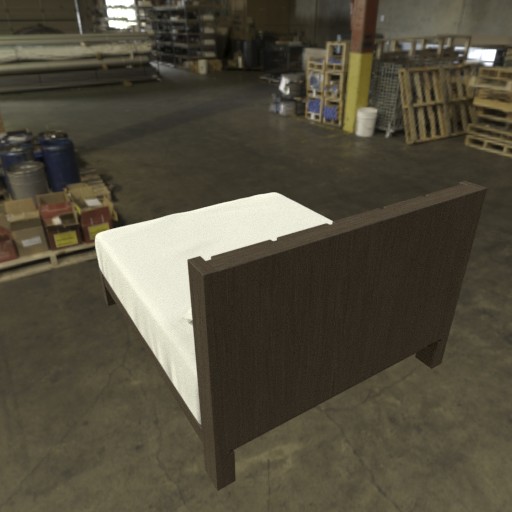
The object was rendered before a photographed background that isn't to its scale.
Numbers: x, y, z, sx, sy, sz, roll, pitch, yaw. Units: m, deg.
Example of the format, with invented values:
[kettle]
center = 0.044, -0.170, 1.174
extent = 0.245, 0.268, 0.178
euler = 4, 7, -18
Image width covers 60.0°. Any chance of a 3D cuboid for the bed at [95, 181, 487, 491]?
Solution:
[bed]
center = 0.000, 0.000, 3.054
extent = 1.735, 1.261, 1.992
euler = -17, 33, -28
